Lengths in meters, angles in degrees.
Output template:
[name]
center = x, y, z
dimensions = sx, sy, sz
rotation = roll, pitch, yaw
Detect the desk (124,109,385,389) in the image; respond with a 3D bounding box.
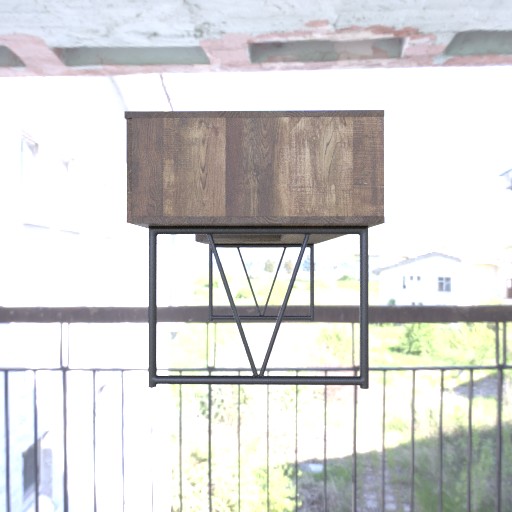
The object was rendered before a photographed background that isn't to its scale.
[desk]
center = 0.000, 0.000, 2.006
dimensions = 0.730, 0.780, 1.600
rotation = 0, -1, 1
